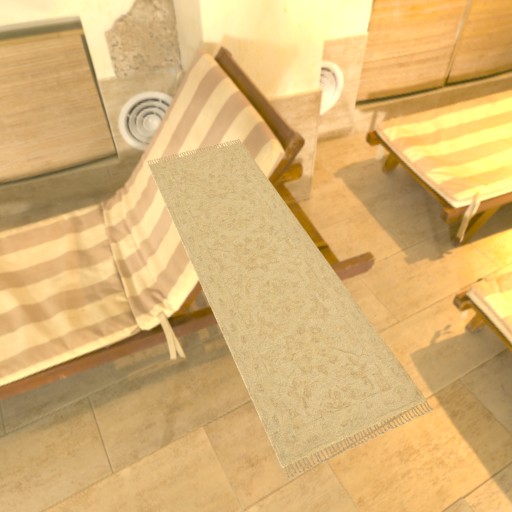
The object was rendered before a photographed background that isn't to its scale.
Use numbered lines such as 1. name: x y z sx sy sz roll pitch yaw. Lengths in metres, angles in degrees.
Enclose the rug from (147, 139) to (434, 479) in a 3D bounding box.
1. rug: 0.000 0.000 2.836 0.795 0.015 2.544 -18 50 -15
